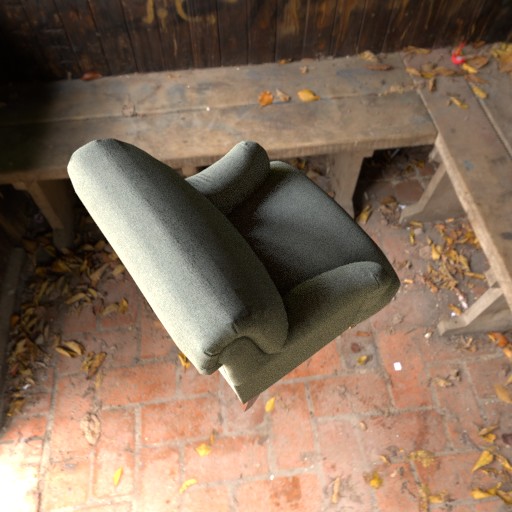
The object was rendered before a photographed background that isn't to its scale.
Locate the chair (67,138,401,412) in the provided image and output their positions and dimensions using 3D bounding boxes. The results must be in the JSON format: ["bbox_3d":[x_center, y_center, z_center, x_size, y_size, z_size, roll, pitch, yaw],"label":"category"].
[{"bbox_3d":[0.000,0.000,1.981,1.060,1.178,0.964,-32,64,-18],"label":"chair"}]
